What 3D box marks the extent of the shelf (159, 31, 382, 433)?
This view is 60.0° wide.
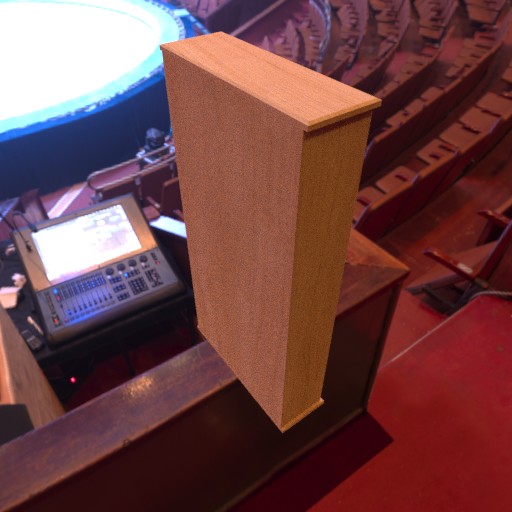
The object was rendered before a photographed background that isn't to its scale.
[{"bbox_3d":[0.000,0.000,1.245,0.175,1.030,0.520,-26,48,-26],"label":"shelf"}]
